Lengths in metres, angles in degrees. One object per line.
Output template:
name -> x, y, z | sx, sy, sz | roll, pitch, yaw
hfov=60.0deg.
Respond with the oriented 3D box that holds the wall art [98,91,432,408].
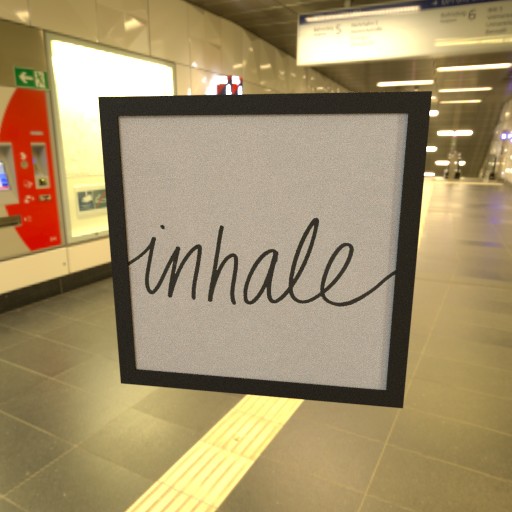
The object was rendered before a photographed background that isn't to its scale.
wall art -> 0.000, 0.000, 0.516 | 0.356, 0.356, 0.013 | 2, 14, 9
